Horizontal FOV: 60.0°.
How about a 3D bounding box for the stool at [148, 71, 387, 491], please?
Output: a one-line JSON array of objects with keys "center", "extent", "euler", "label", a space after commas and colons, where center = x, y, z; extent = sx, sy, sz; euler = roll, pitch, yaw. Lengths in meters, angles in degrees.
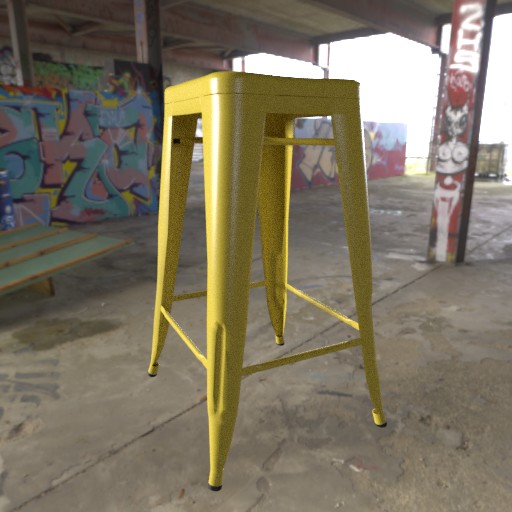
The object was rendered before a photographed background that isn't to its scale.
[{"center": [0.000, 0.000, 0.839], "extent": [0.359, 0.609, 0.399], "euler": [-8, 17, -27], "label": "stool"}]
